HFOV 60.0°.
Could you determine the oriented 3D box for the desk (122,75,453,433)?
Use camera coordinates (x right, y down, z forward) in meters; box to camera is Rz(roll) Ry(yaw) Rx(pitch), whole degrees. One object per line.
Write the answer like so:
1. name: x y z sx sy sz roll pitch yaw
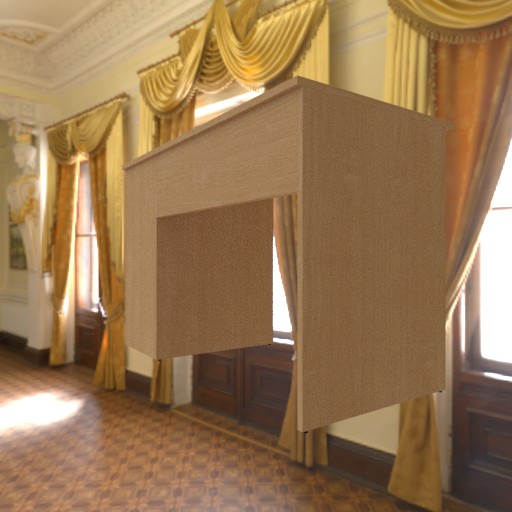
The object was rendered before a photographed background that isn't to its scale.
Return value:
1. desk: 0.000 0.000 1.510 0.560 0.735 1.097 0 0 -35
